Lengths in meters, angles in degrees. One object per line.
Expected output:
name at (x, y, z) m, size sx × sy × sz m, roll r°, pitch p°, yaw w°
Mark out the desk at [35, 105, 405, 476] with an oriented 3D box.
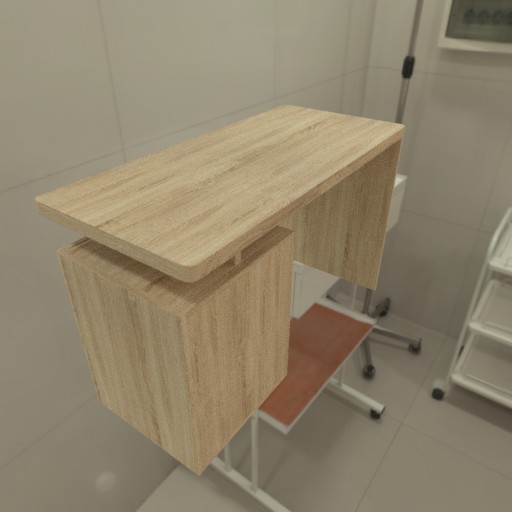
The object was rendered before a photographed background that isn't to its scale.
desk at (0.000, 0.000, 1.605) m, size 0.550 × 0.760 × 1.200 m, roll 21°, pitch 38°, yaw 30°
